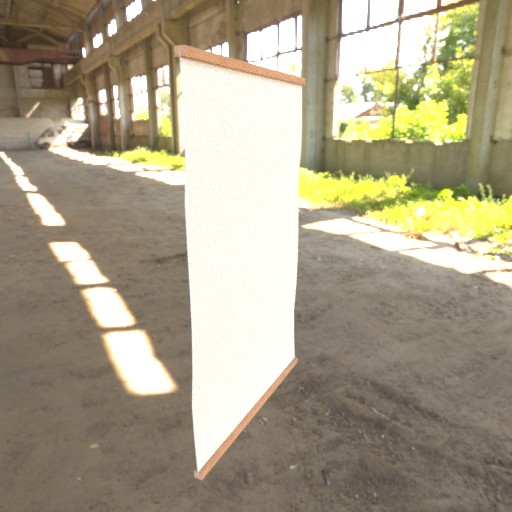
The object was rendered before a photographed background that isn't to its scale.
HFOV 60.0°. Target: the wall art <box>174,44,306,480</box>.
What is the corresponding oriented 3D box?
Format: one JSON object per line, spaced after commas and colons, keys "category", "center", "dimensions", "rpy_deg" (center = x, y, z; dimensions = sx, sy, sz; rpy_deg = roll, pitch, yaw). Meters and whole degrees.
{"category": "wall art", "center": [0.000, 0.000, 0.641], "dimensions": [0.012, 0.508, 0.332], "rpy_deg": [8, 18, 25]}
